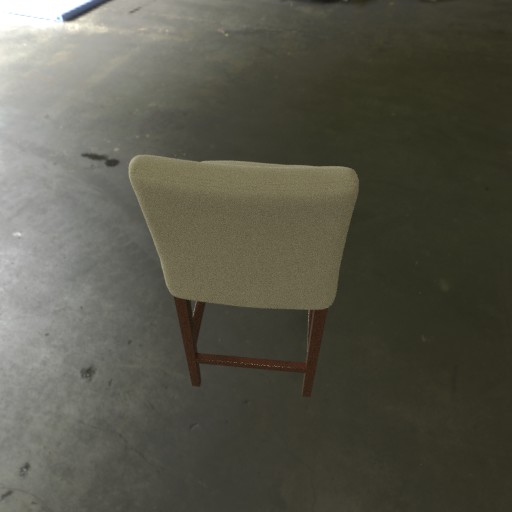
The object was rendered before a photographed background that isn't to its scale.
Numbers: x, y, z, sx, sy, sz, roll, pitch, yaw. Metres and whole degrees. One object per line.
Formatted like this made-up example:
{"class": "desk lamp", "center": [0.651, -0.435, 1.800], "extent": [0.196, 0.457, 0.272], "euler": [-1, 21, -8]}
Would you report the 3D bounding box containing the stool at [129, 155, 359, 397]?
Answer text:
{"class": "stool", "center": [0.000, 0.000, 1.304], "extent": [0.470, 0.981, 0.577], "euler": [4, 47, 4]}
